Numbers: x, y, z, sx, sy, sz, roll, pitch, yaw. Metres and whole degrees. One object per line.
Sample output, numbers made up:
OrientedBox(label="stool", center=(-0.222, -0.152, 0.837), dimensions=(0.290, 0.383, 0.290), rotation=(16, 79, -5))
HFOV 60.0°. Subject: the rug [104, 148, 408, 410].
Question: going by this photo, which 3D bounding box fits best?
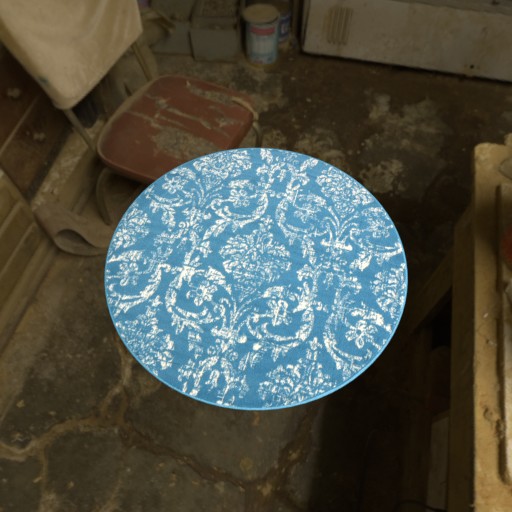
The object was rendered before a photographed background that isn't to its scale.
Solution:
OrientedBox(label="rug", center=(0.000, 0.000, 2.366), dimensions=(1.593, 0.012, 1.593), rotation=(0, 58, 0))
